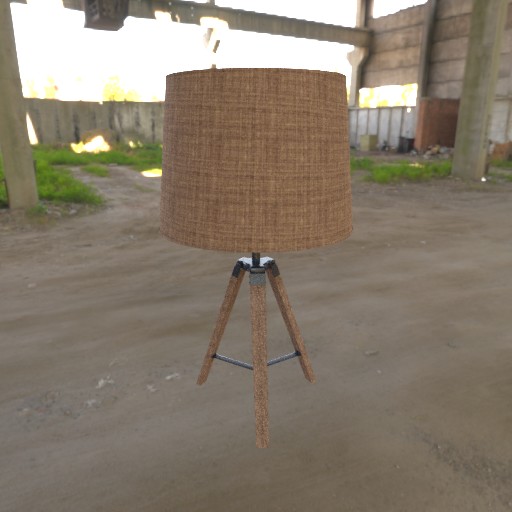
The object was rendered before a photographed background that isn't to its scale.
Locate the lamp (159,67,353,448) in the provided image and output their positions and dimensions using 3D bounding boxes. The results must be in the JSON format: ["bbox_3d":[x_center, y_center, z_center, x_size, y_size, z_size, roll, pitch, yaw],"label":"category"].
[{"bbox_3d":[0.000,0.000,0.687,0.290,0.514,0.290,0,17,0],"label":"lamp"}]
